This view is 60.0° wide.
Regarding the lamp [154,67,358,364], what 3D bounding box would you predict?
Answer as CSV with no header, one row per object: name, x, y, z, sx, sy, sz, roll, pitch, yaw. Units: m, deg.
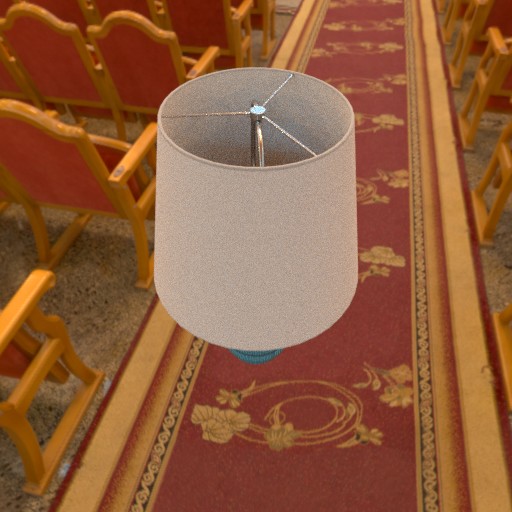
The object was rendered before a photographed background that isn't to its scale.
lamp,0.000,0.000,0.550,0.254,0.392,0.254,0,47,0
